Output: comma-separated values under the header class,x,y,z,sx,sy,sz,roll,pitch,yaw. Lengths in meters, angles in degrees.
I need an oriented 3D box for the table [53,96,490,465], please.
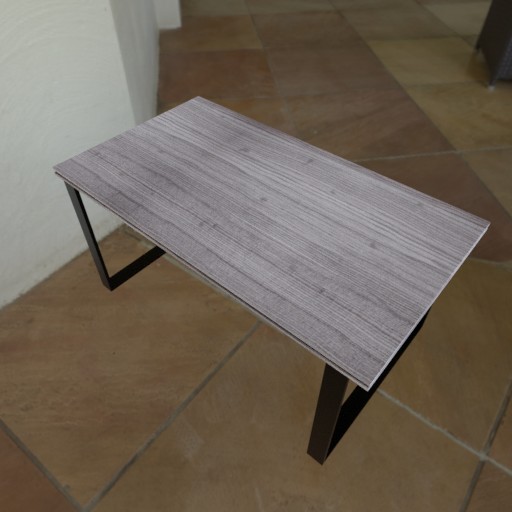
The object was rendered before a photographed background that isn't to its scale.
class,x,y,z,sx,sy,sz,roll,pitch,yaw
table,0.000,0.000,2.063,1.579,0.736,0.881,32,53,27
